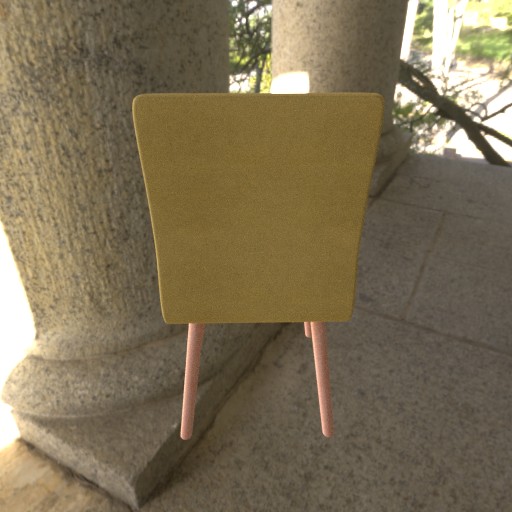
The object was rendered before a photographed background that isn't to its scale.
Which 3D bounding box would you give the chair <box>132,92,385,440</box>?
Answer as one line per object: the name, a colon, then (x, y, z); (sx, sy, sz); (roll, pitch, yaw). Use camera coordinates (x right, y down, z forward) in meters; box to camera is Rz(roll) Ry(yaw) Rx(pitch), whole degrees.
chair: (0.000, 0.000, 1.239); (0.450, 0.965, 0.550); (-1, 31, -1)
